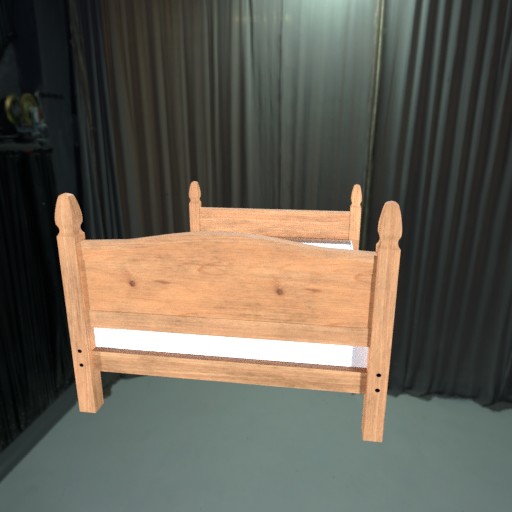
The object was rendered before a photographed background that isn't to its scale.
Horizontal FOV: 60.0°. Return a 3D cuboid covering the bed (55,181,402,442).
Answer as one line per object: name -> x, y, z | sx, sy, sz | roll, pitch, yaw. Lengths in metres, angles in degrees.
bed -> 0.000, 0.000, 2.953 | 1.490, 1.100, 2.069 | 3, 17, 8
